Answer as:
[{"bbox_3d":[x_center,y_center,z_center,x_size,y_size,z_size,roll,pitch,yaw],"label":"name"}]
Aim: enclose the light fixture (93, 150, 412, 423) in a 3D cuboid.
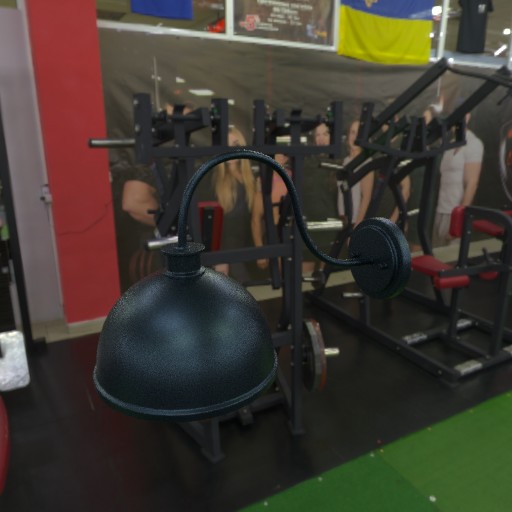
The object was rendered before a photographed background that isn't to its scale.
[{"bbox_3d":[0.000,0.000,0.631,0.467,0.295,0.253,-8,18,-25],"label":"light fixture"}]
